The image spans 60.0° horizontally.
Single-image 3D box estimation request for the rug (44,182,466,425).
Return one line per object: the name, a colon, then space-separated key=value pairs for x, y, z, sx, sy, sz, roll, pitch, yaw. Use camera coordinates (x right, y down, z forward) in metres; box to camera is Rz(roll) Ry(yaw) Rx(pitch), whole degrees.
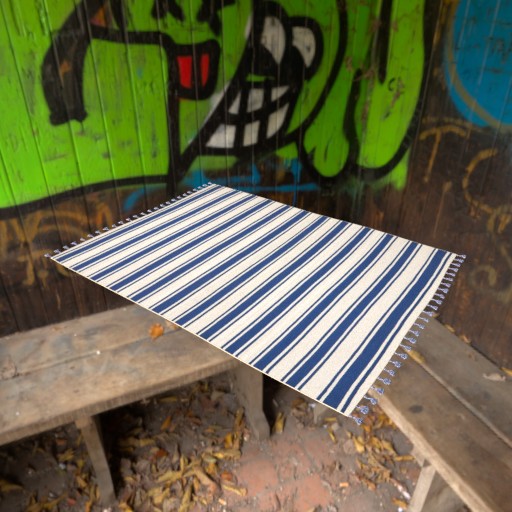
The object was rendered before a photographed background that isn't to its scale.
rug: x=0.000 y=0.000 z=4.370 sx=3.416 sy=0.016 sz=2.471 roll=21 pitch=36 yaw=31
